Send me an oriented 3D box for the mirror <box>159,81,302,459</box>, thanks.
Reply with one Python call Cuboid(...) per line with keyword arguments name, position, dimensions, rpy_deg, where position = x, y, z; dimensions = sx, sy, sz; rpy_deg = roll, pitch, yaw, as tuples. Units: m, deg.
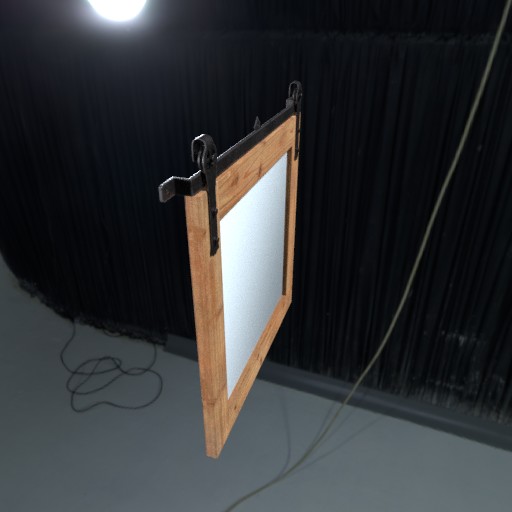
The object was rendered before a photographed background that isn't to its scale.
Cuboid(name="mirror", position=(0.000, 0.000, 1.204), dimensions=(0.054, 0.800, 0.805), rpy_deg=(10, 31, 16))
